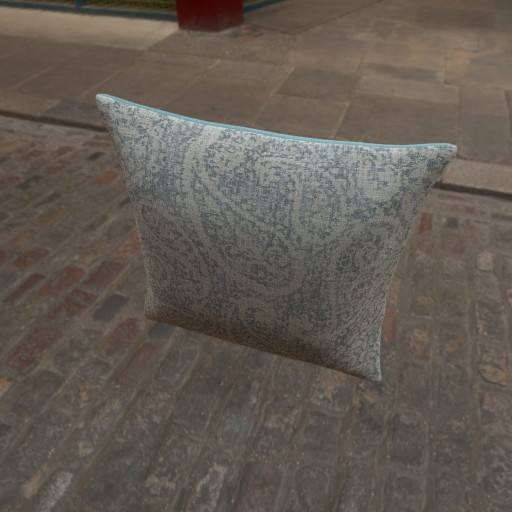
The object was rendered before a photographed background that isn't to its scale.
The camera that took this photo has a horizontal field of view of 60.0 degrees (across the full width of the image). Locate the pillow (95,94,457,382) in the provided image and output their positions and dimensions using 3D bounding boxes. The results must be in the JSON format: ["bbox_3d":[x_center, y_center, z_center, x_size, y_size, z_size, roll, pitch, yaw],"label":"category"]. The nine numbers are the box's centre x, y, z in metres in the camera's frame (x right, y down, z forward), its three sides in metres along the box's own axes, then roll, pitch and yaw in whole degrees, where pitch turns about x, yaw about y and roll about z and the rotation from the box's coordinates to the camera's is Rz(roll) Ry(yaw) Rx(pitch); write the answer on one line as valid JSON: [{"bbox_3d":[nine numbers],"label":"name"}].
[{"bbox_3d":[0.000,0.000,0.776,0.526,0.507,0.166,13,43,14],"label":"pillow"}]
